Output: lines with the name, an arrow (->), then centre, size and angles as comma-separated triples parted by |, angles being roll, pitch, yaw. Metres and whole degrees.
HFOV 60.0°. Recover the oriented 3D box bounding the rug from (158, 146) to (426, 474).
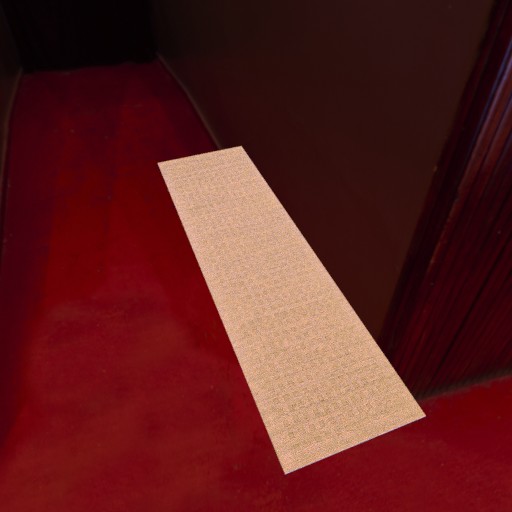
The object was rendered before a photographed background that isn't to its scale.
rug -> 0.000, 0.000, 2.699 | 0.686, 0.006, 2.437 | -15, 47, -15
